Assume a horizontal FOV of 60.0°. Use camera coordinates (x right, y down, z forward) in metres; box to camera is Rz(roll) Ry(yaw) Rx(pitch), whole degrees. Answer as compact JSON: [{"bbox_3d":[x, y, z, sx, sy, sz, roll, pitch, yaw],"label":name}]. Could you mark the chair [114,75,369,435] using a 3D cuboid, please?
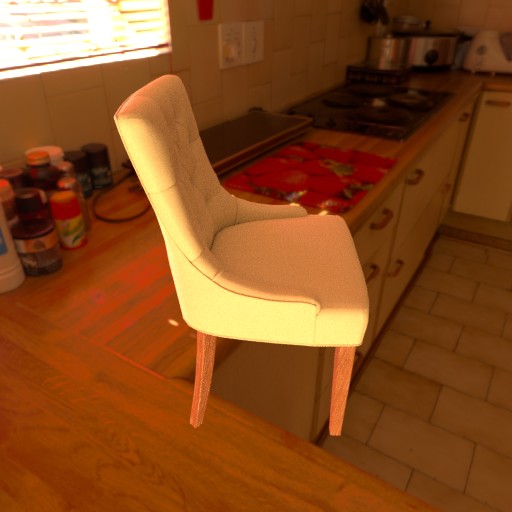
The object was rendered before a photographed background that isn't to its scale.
[{"bbox_3d":[0.000,0.000,1.214,0.565,0.874,0.509,1,32,2],"label":"chair"}]
